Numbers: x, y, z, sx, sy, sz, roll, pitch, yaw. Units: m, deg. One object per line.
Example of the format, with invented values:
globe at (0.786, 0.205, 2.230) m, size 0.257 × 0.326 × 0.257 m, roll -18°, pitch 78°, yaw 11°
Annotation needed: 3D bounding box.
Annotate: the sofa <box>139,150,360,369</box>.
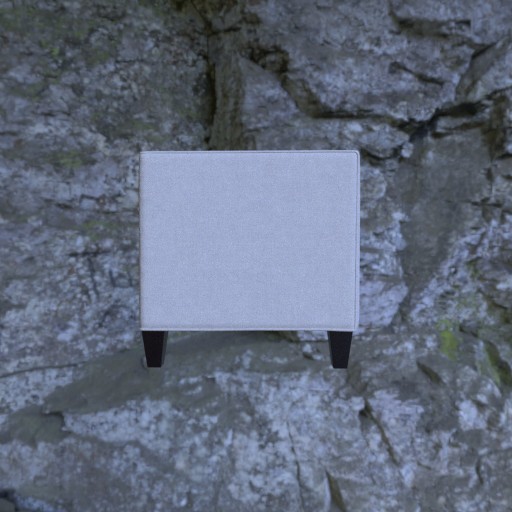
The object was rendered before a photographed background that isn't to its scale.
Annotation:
sofa at (0.000, 0.000, 2.606) m, size 0.775 × 0.762 × 2.159 m, roll 0°, pitch 1°, yaw 1°
